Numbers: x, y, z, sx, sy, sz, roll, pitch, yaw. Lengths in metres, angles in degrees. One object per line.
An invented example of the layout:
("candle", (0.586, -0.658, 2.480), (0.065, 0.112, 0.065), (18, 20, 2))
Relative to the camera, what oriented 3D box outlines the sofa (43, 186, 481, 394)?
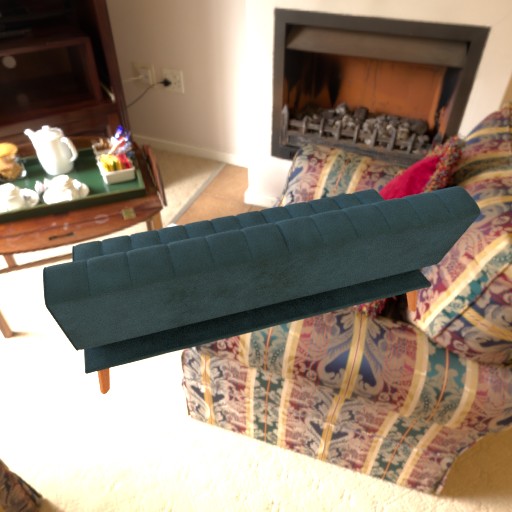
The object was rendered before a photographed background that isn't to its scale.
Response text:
("sofa", (0.000, 0.000, 2.277), (1.804, 0.813, 0.855), (-12, 42, -14))
